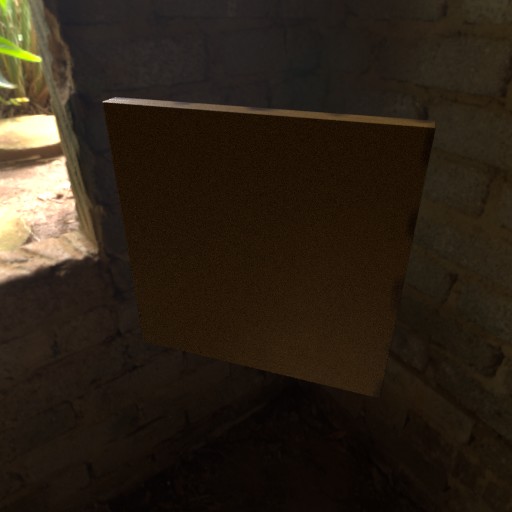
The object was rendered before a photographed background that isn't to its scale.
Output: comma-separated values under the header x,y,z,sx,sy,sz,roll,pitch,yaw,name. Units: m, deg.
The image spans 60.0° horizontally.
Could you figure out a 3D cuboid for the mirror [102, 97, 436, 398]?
x,y,z,sx,sy,sz,roll,pitch,yaw,name
0.000,0.000,0.793,0.509,0.507,0.042,10,32,16,mirror
